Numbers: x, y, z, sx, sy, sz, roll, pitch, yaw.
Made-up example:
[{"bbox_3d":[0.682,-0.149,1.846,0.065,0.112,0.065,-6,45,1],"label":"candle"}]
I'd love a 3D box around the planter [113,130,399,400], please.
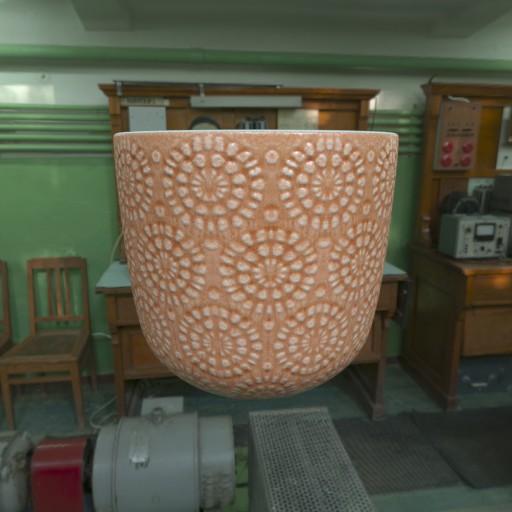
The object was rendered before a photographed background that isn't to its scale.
[{"bbox_3d":[0.000,0.000,0.360,0.208,0.190,0.208,0,14,0],"label":"planter"}]
